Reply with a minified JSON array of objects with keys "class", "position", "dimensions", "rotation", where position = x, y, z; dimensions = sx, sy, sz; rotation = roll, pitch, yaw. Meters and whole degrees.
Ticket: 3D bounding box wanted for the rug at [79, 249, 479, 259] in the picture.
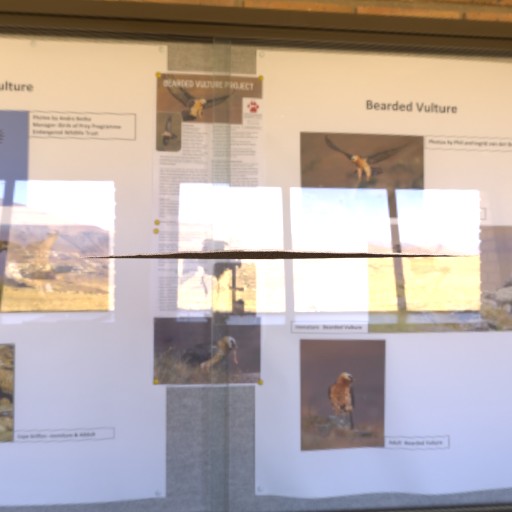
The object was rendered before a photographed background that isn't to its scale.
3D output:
[{"class":"rug","position":[0.000,0.000,3.384],"dimensions":[1.964,0.025,2.455],"rotation":[1,-1,-37]}]
